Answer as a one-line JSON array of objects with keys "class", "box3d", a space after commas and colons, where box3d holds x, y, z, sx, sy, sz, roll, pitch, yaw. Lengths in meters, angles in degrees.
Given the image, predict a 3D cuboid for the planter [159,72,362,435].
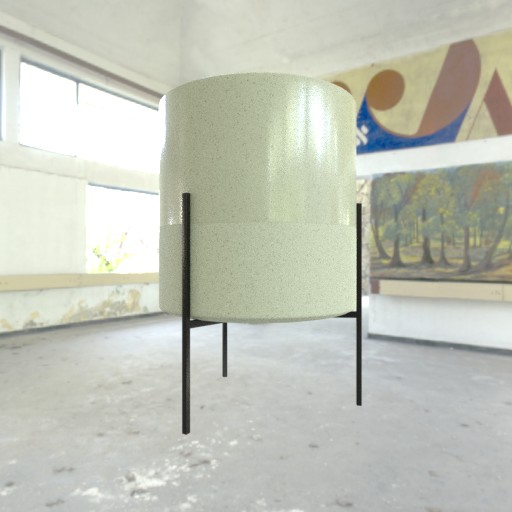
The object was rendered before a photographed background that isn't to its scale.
[{"class": "planter", "box3d": [0.000, 0.000, 0.719, 0.314, 0.475, 0.323, 0, 0, 36]}]
